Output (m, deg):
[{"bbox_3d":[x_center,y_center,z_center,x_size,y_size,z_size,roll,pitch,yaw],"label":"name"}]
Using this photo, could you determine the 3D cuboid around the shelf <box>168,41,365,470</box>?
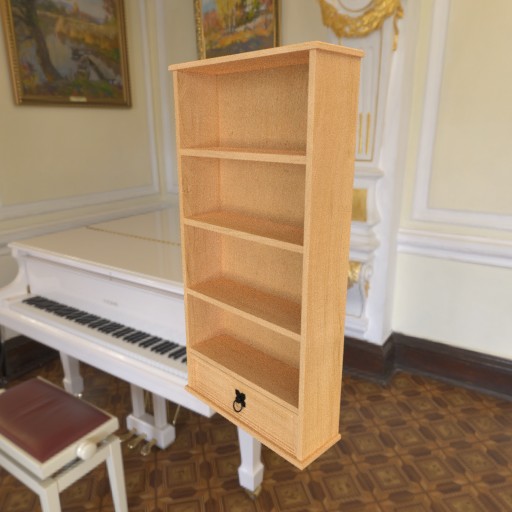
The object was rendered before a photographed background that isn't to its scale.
[{"bbox_3d":[0.000,0.000,1.253,0.175,1.030,0.520,-15,22,-42],"label":"shelf"}]
